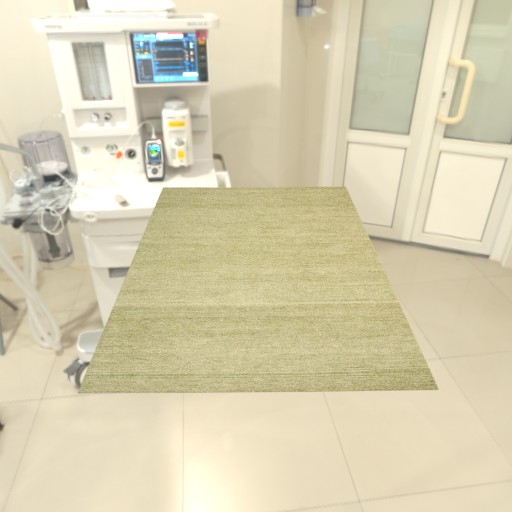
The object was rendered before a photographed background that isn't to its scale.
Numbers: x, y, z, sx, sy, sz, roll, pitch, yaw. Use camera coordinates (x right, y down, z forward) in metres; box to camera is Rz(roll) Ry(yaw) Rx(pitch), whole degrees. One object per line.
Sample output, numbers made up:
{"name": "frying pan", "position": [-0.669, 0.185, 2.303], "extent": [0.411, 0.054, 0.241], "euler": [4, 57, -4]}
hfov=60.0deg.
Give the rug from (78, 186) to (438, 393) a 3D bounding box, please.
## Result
{"name": "rug", "position": [0.000, 0.000, 2.927], "extent": [1.606, 0.017, 2.270], "euler": [0, 32, -1]}
